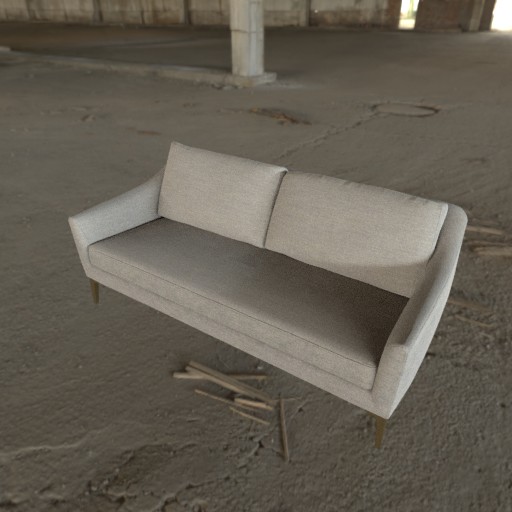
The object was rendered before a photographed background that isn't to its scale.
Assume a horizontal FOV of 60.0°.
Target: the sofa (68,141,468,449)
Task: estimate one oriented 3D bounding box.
[{"bbox_3d":[0.000,0.000,2.521,2.036,0.913,0.980,19,35,29],"label":"sofa"}]
